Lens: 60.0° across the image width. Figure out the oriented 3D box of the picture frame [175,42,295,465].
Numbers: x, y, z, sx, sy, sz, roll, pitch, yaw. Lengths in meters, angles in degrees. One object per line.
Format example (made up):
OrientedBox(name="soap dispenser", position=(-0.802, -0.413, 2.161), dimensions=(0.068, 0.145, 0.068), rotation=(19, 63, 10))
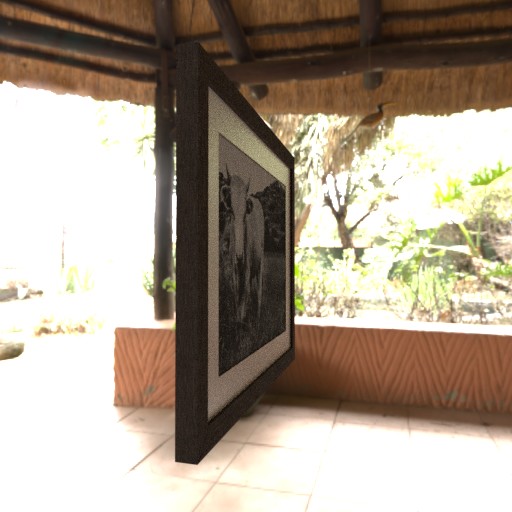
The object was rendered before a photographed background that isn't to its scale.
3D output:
OrientedBox(name="picture frame", position=(0.000, 0.000, 0.742), dimensions=(0.026, 0.455, 0.546), rotation=(0, -1, 16))
